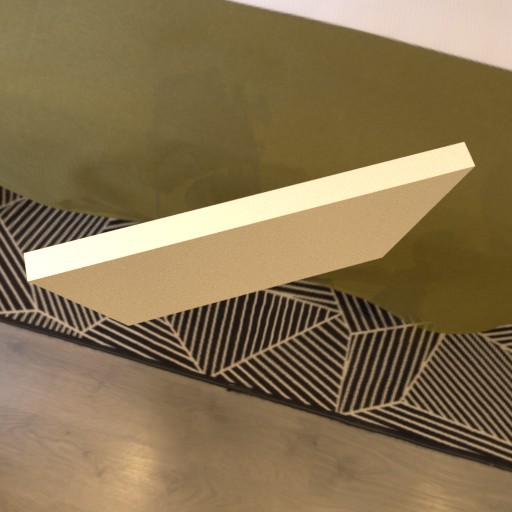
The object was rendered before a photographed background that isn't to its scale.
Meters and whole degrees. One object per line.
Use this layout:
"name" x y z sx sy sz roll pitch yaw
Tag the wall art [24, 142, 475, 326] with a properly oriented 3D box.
"wall art" 0.000 0.000 1.404 1.056 0.801 0.066 -15 75 -4
